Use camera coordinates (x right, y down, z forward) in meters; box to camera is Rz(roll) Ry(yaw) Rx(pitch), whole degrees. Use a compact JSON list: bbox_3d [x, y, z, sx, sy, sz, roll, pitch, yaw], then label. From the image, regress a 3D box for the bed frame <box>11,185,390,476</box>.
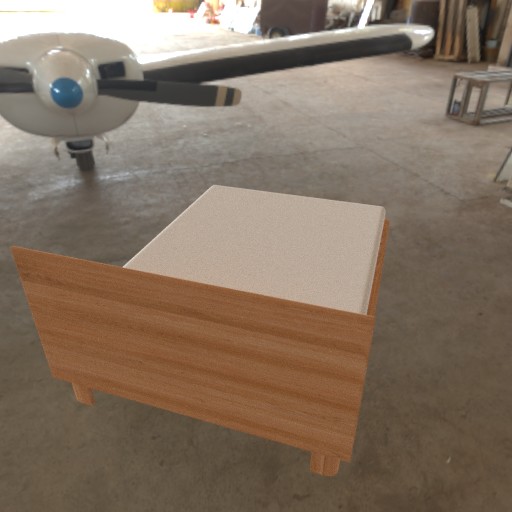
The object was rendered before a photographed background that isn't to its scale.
[{"bbox_3d":[0.000,0.000,2.676,1.472,0.940,1.992,10,32,16],"label":"bed frame"}]
